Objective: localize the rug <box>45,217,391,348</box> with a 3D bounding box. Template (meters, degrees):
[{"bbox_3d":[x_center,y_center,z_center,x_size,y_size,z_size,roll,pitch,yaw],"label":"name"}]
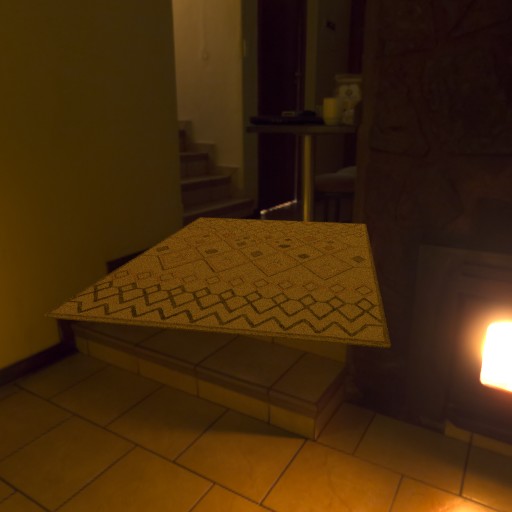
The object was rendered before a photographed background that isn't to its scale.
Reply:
[{"bbox_3d":[0.000,0.000,2.364,1.219,0.016,1.829,3,17,11],"label":"rug"}]
